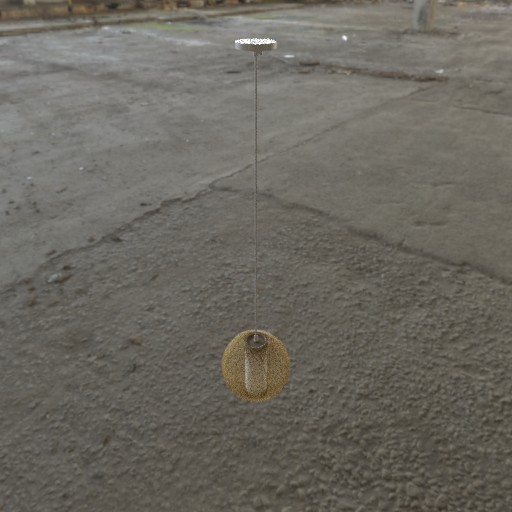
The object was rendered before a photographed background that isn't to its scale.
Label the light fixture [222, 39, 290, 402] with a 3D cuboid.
[{"bbox_3d":[0.000,0.000,2.228,0.407,1.955,0.406,23,39,32],"label":"light fixture"}]
